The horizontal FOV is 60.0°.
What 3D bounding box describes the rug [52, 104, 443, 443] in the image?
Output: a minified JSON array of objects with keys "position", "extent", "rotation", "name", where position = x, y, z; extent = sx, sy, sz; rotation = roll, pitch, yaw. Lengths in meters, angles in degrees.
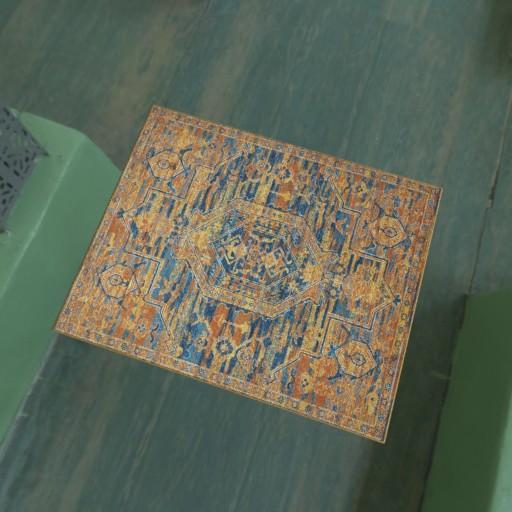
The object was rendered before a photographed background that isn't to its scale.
[{"position":[0.000,0.000,4.132],"extent":[3.040,0.031,2.435],"rotation":[17,75,5],"name":"rug"}]
